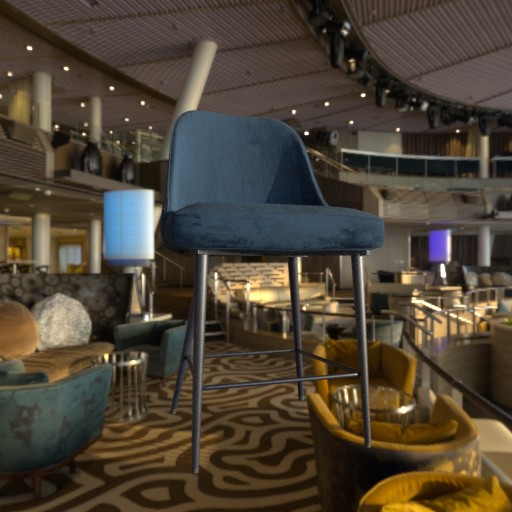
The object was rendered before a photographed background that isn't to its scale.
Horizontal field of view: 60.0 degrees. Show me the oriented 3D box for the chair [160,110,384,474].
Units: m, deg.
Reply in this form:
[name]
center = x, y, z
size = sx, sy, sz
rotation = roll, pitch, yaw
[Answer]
[chair]
center = 0.000, 0.000, 1.212
size = 0.526, 0.927, 0.489
rotation = 0, -1, -18
